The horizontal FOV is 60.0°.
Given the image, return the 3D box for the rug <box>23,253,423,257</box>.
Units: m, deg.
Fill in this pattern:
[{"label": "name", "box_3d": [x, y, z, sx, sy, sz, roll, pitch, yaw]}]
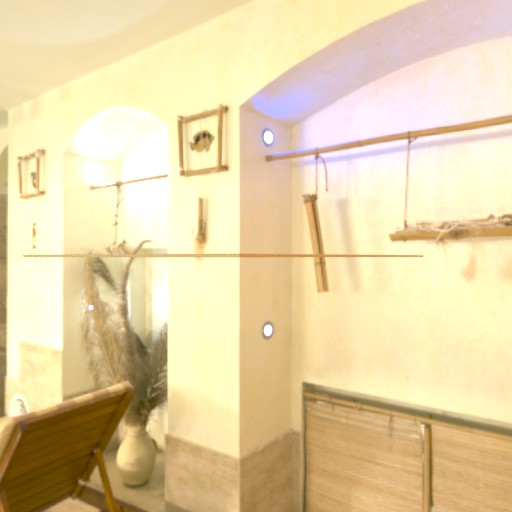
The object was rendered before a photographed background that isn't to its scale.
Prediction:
[{"label": "rug", "box_3d": [0.000, 0.000, 2.916, 1.526, 0.014, 2.290, 0, 0, 36]}]
